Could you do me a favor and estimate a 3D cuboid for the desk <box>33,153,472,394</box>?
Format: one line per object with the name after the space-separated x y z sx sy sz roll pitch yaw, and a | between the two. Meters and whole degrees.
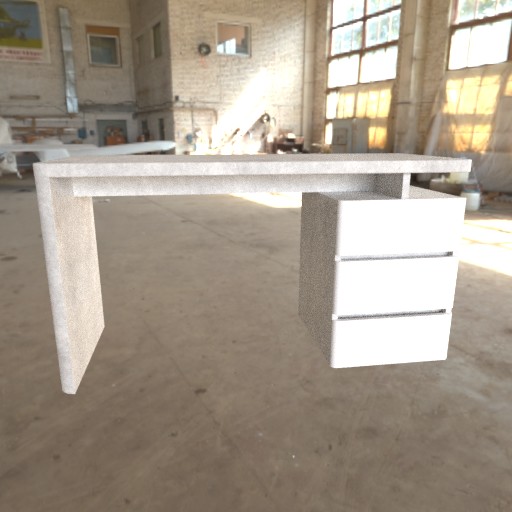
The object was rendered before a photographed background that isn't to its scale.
0.000 0.000 1.732 1.400 0.755 0.550 -2 15 -8 | desk
